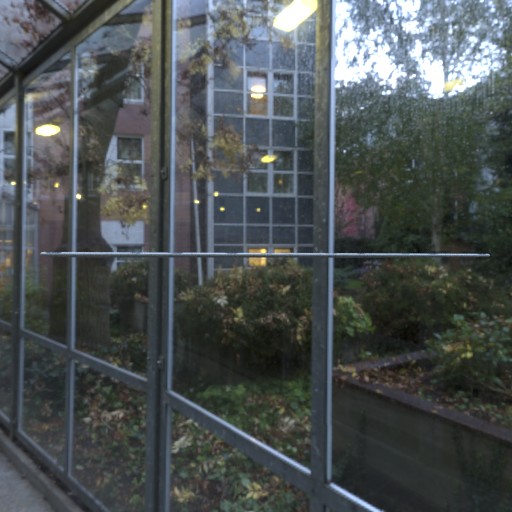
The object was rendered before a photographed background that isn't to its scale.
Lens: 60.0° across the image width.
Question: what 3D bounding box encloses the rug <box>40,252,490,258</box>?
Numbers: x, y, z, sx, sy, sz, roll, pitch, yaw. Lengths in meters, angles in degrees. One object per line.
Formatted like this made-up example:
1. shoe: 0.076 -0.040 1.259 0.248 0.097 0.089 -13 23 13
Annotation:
1. rug: 0.000 0.000 2.932 2.365 0.017 1.521 0 0 -17
